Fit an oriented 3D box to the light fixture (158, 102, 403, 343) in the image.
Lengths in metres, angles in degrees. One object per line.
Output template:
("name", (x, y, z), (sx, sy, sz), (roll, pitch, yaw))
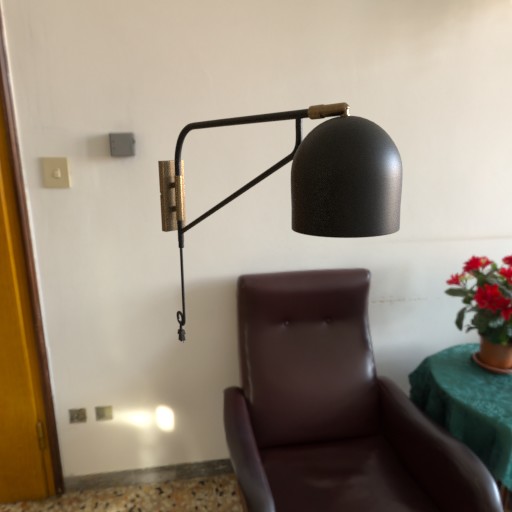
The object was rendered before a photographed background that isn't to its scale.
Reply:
("light fixture", (0.000, 0.000, 1.098), (0.215, 0.696, 0.720), (-14, 20, -43))
